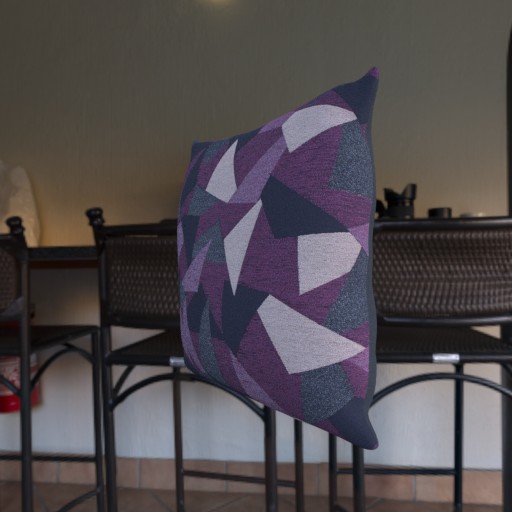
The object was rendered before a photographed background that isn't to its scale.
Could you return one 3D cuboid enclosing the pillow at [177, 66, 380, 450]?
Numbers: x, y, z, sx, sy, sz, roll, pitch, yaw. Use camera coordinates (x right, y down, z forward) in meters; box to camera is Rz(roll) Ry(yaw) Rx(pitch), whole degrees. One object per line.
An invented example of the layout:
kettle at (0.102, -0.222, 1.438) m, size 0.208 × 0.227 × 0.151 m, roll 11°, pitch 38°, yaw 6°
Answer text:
pillow at (0.000, 0.000, 0.756) m, size 0.208 × 0.496 × 0.503 m, roll 0°, pitch 0°, yaw -36°
